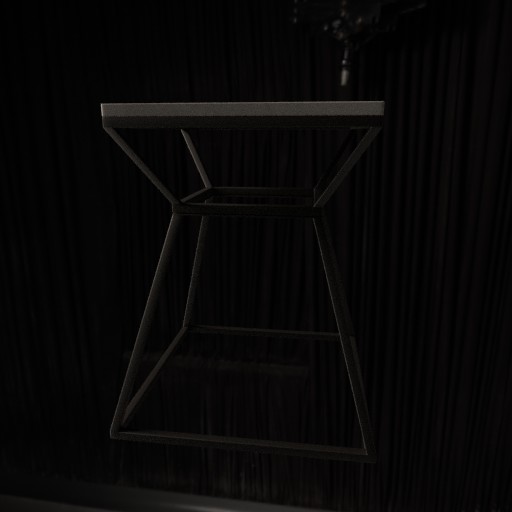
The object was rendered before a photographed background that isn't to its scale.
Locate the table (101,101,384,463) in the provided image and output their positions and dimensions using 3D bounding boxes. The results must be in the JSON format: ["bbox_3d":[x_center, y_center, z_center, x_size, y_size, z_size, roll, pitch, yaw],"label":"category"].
[{"bbox_3d":[0.000,0.000,0.891,0.455,0.559,0.455,2,16,7],"label":"table"}]
